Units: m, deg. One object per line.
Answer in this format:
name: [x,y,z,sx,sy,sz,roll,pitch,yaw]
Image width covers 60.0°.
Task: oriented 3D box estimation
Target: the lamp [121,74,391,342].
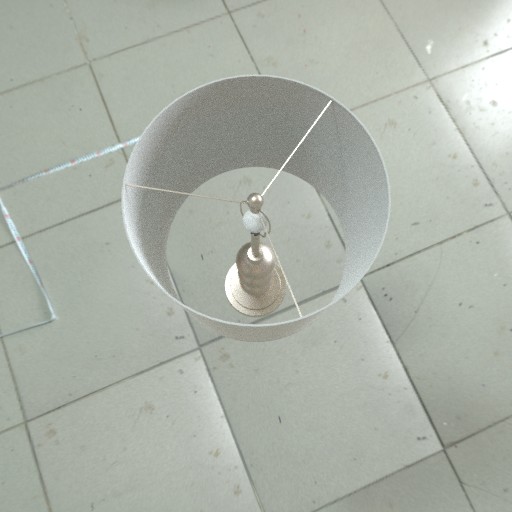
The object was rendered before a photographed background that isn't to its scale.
lamp: [0.000,0.000,0.713,0.277,0.538,0.277,37,79,9]
